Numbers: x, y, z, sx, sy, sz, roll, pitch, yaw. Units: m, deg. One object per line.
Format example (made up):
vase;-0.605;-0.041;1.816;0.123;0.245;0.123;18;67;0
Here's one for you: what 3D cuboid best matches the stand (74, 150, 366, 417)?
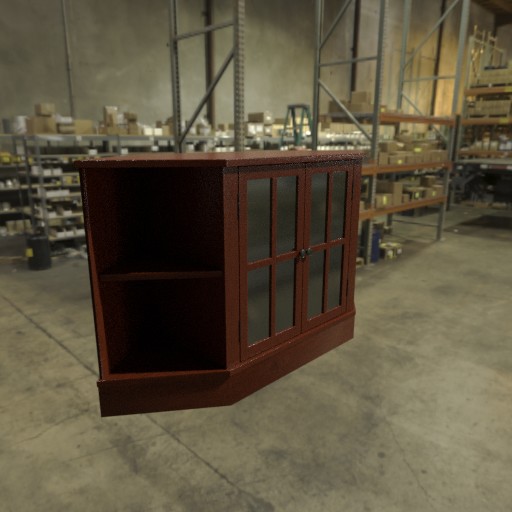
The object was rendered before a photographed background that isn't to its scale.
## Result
stand;0.000;0.000;1.365;1.072;0.614;0.381;-14;21;-43
